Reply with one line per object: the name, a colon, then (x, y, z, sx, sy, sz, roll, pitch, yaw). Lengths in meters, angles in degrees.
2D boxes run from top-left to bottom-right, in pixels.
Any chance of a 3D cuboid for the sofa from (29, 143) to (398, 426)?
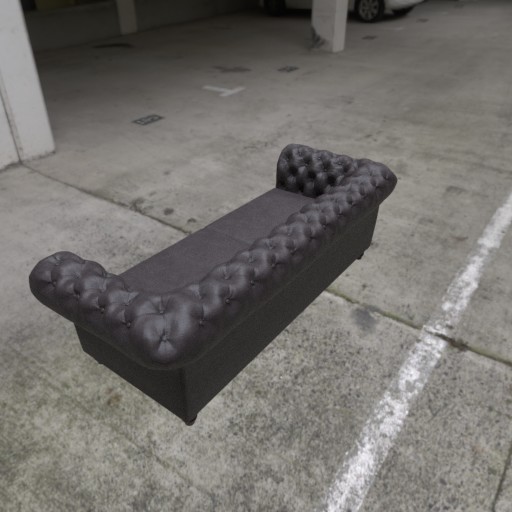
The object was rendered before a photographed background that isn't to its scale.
sofa: (0.000, 0.000, 2.800, 0.944, 0.783, 2.385, 21, 38, 30)
